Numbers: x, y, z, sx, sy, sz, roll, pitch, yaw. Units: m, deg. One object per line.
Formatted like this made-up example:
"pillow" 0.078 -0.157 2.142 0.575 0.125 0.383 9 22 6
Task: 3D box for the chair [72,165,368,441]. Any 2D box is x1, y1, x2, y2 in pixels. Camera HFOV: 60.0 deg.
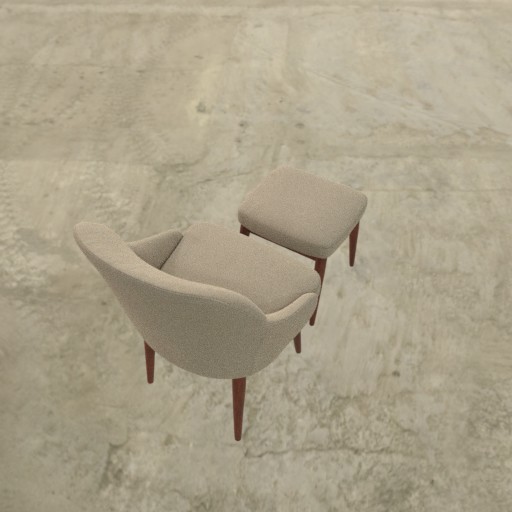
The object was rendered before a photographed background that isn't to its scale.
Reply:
"chair" 0.000 0.000 1.580 0.584 0.866 1.114 25 50 22
